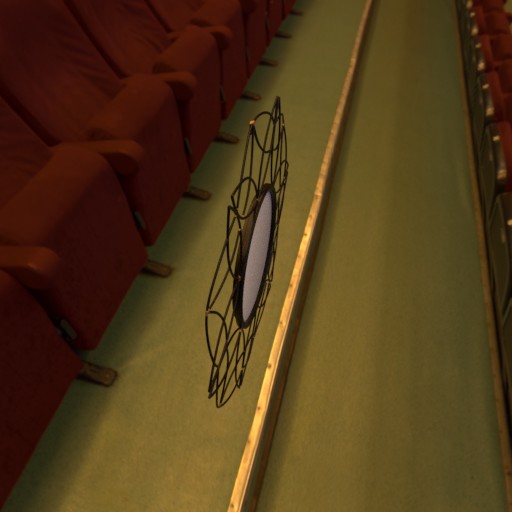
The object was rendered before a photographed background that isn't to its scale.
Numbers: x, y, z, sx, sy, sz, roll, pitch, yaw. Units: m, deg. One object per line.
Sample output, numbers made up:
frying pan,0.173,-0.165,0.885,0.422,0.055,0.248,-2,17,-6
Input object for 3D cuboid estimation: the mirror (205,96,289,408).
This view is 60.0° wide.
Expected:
mirror,0.000,0.000,1.154,0.028,0.775,0.797,11,48,10
